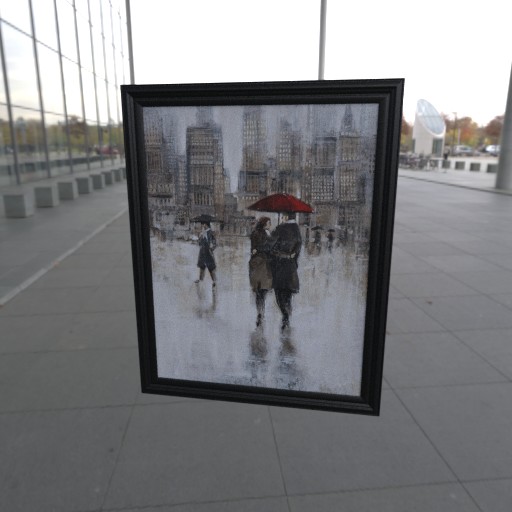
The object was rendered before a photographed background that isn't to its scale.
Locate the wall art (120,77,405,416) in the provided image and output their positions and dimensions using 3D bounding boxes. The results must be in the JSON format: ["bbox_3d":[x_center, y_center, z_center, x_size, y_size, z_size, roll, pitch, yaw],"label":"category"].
[{"bbox_3d":[0.000,0.000,1.621,0.950,1.194,0.053,2,14,10],"label":"wall art"}]
